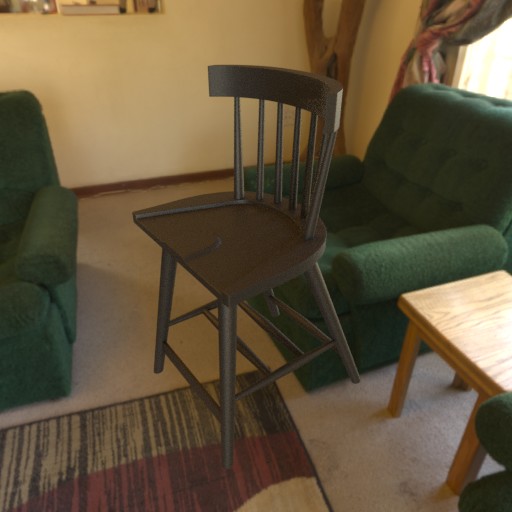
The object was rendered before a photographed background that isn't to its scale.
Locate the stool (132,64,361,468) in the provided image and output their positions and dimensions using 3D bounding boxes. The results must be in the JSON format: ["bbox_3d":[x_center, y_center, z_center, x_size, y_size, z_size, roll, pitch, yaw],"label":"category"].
[{"bbox_3d":[0.000,0.000,1.263,0.549,0.953,0.494,-21,37,-30],"label":"stool"}]
